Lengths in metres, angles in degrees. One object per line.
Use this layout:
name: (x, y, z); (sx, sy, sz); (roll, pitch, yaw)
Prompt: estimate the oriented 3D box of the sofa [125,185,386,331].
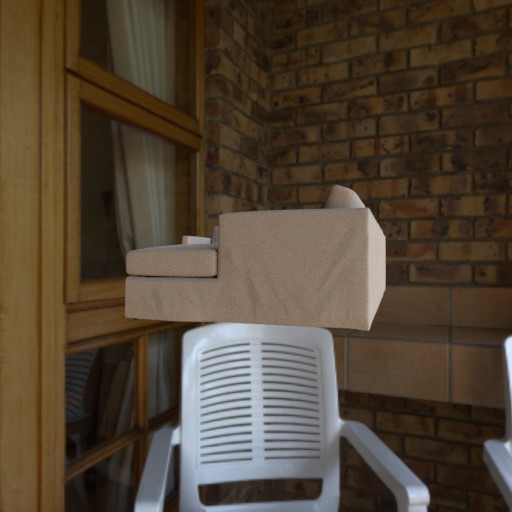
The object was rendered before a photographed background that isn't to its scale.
sofa: (0.000, 0.000, 4.467); (2.427, 0.882, 3.460); (0, 0, 18)
